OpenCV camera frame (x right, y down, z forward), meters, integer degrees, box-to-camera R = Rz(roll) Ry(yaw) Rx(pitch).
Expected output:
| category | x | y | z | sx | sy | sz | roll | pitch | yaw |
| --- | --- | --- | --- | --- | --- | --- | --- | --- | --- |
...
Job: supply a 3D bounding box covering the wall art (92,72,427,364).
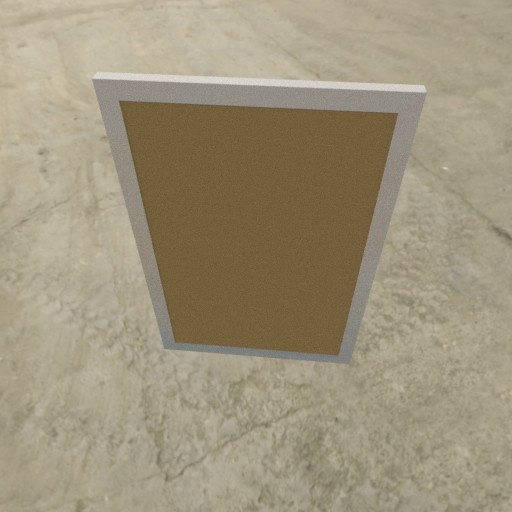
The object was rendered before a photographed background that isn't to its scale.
| category | x | y | z | sx | sy | sz | roll | pitch | yaw |
| --- | --- | --- | --- | --- | --- | --- | --- | --- | --- |
| wall art | 0.000 | 0.000 | 1.426 | 0.764 | 1.143 | 0.038 | 4 | 46 | 4 |
